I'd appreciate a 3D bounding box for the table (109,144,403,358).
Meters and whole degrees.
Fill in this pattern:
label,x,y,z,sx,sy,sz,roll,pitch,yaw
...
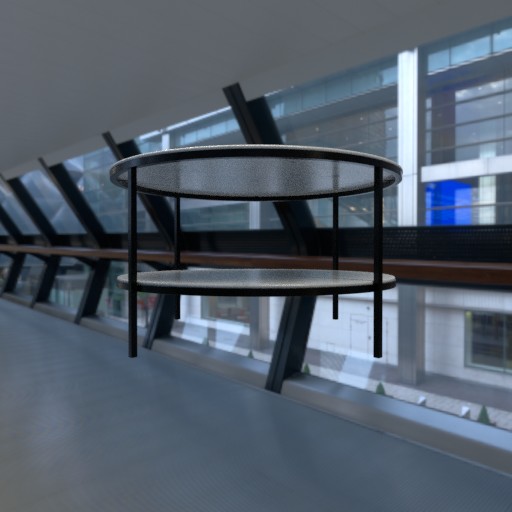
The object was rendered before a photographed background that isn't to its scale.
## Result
label,x,y,z,sx,sy,sz,roll,pitch,yaw
table,0.000,0.000,1.274,0.800,0.450,0.800,0,1,0
